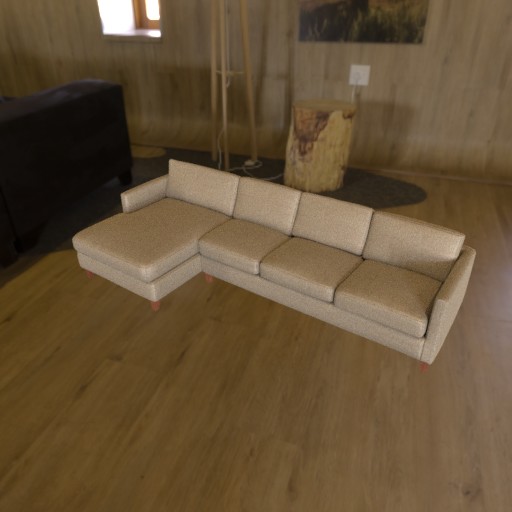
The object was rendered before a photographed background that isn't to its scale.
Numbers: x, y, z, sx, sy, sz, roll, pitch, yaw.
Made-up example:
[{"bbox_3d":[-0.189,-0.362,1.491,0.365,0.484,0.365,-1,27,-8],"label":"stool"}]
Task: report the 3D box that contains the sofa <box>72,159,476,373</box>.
[{"bbox_3d":[0.000,0.000,3.836,3.201,0.876,1.502,20,36,29],"label":"sofa"}]
